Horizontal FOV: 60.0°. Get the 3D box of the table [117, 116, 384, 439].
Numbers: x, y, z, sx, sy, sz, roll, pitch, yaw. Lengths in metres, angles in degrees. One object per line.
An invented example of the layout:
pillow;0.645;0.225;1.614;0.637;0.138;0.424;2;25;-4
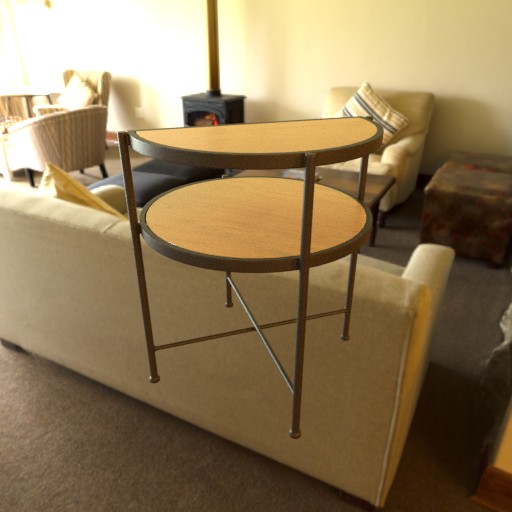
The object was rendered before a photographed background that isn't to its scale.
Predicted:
table;0.000;0.000;1.177;0.629;0.684;0.628;-9;28;-16
